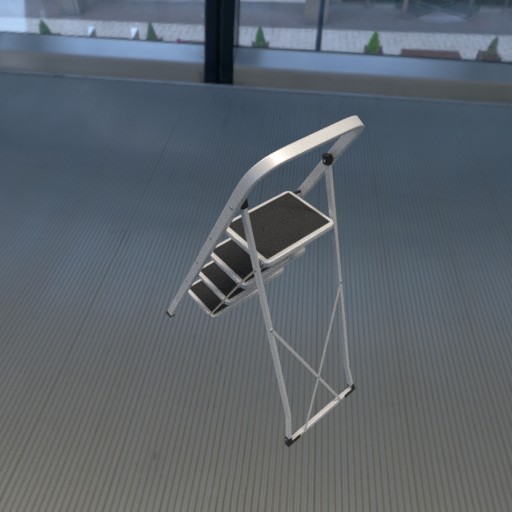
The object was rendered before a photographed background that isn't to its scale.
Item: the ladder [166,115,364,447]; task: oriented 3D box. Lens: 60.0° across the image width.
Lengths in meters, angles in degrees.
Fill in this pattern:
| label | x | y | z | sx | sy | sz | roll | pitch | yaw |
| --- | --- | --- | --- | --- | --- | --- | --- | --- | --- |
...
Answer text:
| label | x | y | z | sx | sy | sz | roll | pitch | yaw |
| --- | --- | --- | --- | --- | --- | --- | --- | --- | --- |
| ladder | 0.000 | 0.000 | 1.703 | 0.460 | 1.265 | 0.914 | -30 | 53 | -26 |
